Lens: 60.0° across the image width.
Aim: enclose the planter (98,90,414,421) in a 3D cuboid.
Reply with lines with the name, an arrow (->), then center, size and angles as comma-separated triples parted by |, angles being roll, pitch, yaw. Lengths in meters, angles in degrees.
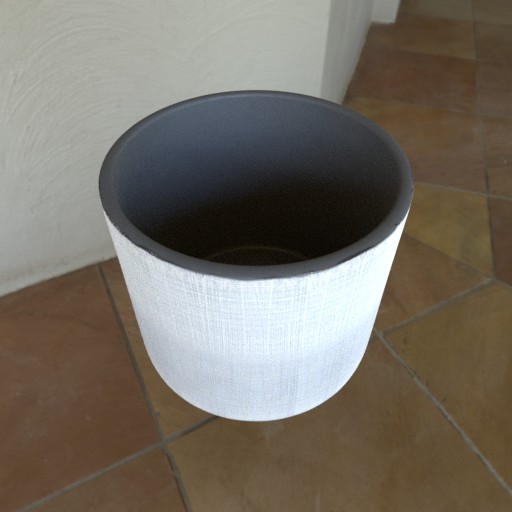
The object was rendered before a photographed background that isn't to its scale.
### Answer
planter -> 0.000, 0.000, 0.391 | 0.226, 0.201, 0.226 | 0, 47, 0
